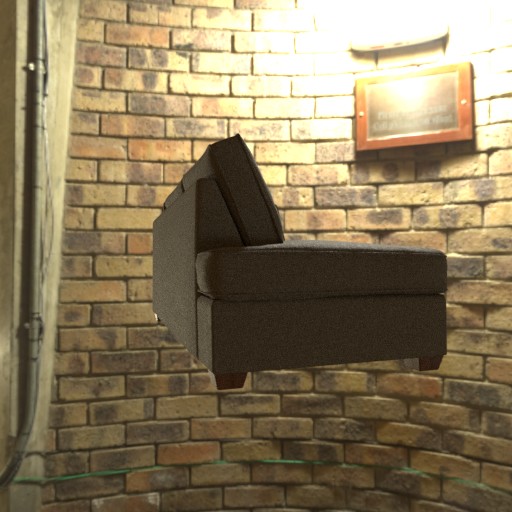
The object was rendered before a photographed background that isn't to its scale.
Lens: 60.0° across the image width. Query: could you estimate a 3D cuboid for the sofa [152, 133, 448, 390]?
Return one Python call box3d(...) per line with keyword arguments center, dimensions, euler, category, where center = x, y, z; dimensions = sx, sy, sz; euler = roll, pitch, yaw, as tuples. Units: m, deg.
box3d(center=(0.000, 0.000, 2.810), dimensions=(1.110, 1.033, 2.237), euler=(0, -1, -18), category="sofa")
